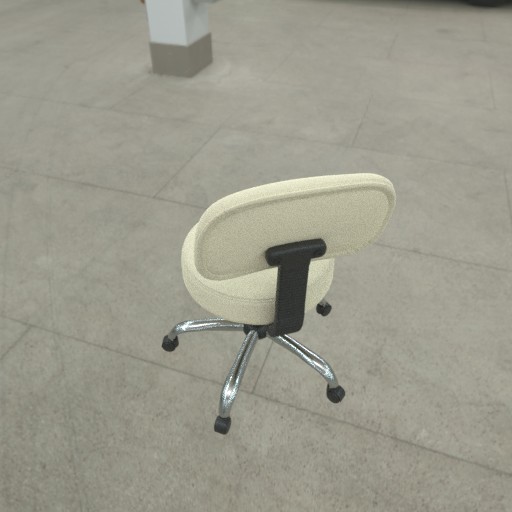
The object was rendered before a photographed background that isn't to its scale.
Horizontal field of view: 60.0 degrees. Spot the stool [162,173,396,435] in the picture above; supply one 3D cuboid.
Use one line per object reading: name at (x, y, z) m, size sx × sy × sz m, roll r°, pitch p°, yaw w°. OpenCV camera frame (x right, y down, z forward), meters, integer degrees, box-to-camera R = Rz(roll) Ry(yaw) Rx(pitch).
stool at (0.000, 0.000, 1.229) m, size 0.609 × 0.810 × 0.616 m, roll -11°, pitch 42°, yaw -12°
